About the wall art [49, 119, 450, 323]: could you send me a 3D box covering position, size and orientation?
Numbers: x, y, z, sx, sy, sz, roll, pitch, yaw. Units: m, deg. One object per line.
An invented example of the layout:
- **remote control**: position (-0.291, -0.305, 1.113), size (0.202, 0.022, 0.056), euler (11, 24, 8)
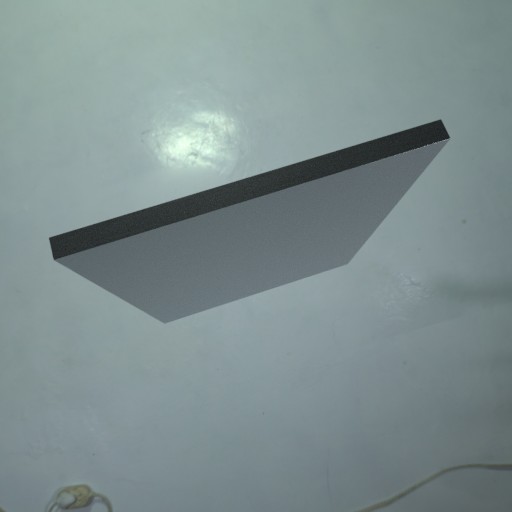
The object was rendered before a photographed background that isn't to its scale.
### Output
- **wall art**: position (0.000, 0.000, 0.749), size (0.444, 0.569, 0.025), euler (-18, 76, -5)
